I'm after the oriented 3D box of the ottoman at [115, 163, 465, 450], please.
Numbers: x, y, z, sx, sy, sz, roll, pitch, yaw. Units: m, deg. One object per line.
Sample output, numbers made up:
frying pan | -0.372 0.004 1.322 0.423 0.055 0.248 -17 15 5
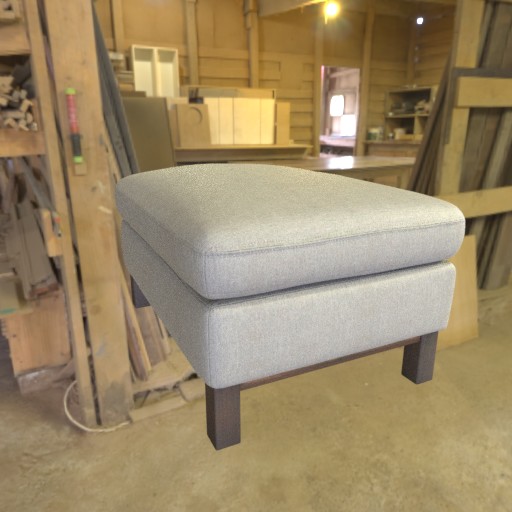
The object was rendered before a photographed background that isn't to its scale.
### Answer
ottoman | 0.000 0.000 1.027 0.528 0.404 0.735 -8 18 -25
